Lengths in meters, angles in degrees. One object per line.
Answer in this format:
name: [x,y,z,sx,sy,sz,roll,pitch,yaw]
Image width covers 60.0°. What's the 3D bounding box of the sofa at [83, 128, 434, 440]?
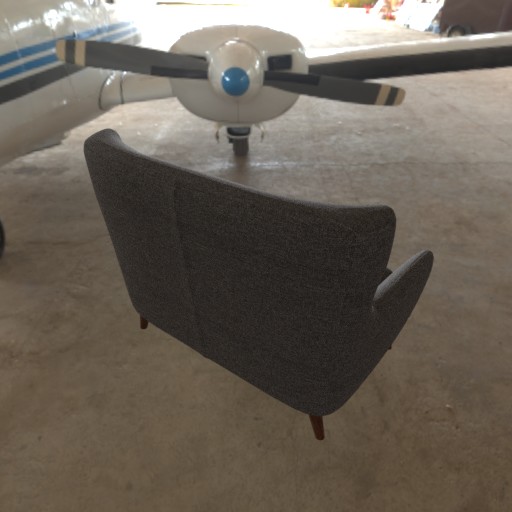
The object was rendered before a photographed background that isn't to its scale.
sofa: [0.000,0.000,1.996,1.358,1.028,0.874,22,38,32]
